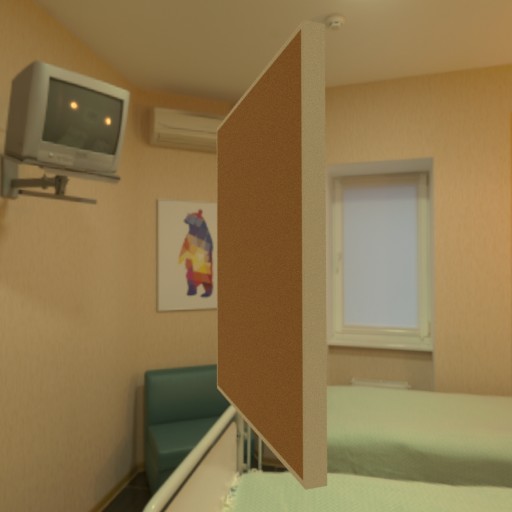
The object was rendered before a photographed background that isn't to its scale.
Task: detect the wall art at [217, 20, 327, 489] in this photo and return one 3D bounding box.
[{"bbox_3d":[0.000,0.000,0.732,0.030,0.549,0.443,0,-1,-18],"label":"wall art"}]
